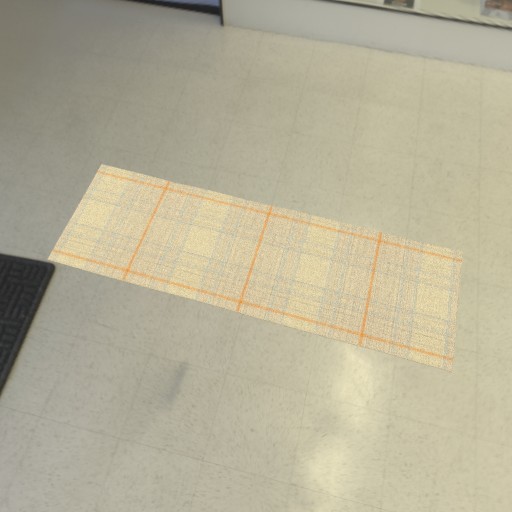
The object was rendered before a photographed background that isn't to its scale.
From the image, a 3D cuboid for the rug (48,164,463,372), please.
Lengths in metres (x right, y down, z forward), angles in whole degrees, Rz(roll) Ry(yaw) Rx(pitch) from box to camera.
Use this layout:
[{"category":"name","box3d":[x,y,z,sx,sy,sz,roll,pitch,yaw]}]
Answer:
[{"category":"rug","box3d":[0.000,0.000,2.729,2.442,0.016,0.770,15,64,7]}]
